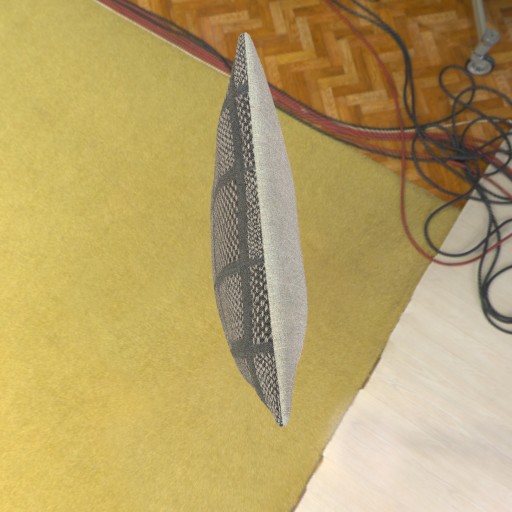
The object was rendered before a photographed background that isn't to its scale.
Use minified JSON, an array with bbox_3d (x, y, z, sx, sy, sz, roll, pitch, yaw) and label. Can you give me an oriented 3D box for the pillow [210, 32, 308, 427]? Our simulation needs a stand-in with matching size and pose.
[{"bbox_3d":[0.000,0.000,0.668,0.138,0.432,0.435,-5,76,-1],"label":"pillow"}]
